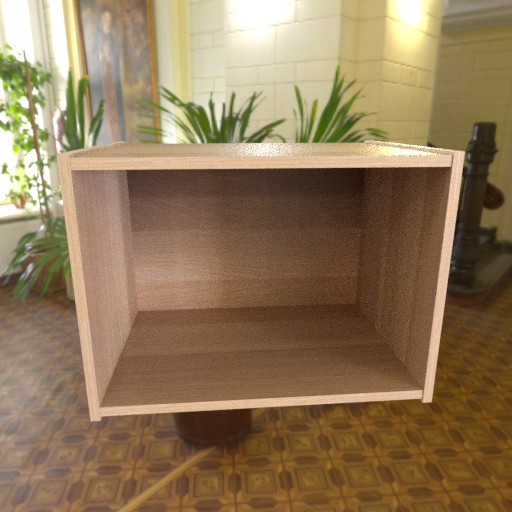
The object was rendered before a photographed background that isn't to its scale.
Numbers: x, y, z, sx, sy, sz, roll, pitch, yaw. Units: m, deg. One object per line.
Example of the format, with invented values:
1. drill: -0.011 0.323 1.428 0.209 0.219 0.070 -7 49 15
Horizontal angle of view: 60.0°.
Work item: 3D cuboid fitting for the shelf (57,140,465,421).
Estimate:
1. shelf: 0.000 0.000 0.629 0.415 0.305 0.290 -1 17 -5
